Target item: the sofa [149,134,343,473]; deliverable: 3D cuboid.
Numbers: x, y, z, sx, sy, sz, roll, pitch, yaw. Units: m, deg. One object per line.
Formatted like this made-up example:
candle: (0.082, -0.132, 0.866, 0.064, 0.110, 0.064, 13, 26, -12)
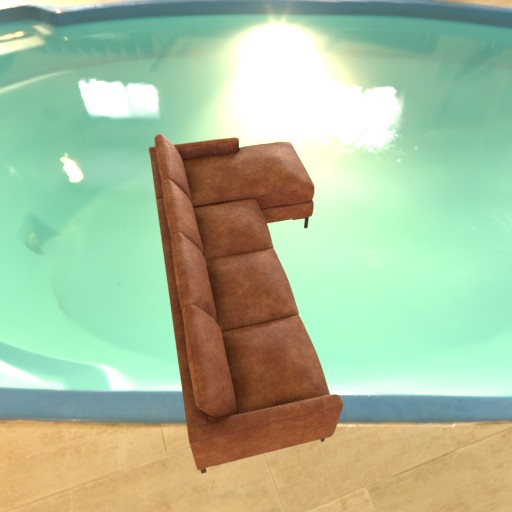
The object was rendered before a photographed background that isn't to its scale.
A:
sofa: (0.000, 0.000, 3.660, 1.471, 0.859, 2.993, -10, 47, -9)
